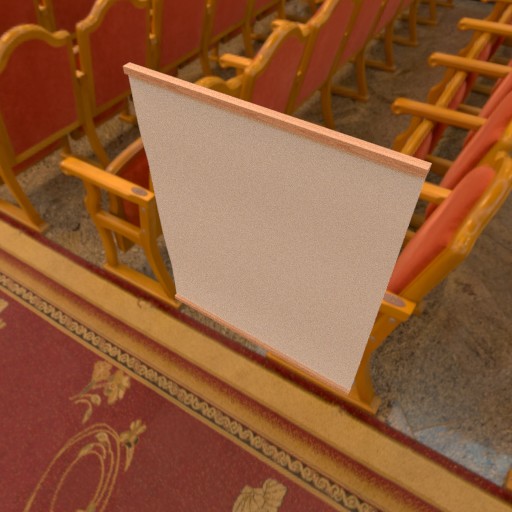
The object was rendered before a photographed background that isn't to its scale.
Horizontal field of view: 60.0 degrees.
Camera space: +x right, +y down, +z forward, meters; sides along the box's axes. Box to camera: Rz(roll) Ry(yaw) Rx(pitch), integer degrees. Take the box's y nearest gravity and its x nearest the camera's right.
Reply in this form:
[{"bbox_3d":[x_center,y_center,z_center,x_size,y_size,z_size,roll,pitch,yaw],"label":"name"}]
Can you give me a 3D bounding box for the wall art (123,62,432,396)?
[{"bbox_3d":[0.000,0.000,0.697,0.406,0.508,0.013,26,53,21],"label":"wall art"}]
